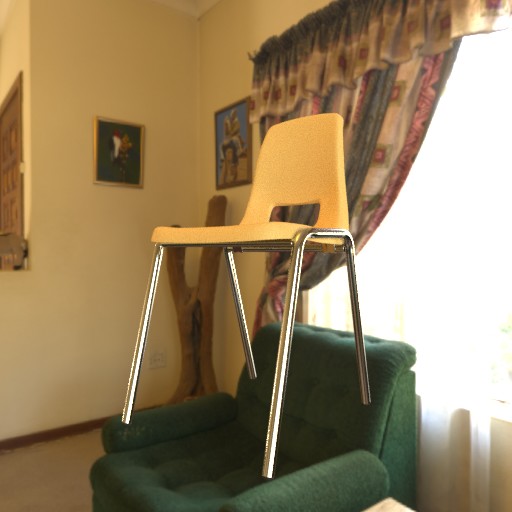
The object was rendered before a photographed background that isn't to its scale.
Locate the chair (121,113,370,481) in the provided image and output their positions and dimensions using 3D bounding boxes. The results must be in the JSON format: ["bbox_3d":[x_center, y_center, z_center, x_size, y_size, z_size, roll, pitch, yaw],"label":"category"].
[{"bbox_3d":[0.000,0.000,0.973,0.381,0.704,0.436,1,1,37],"label":"chair"}]
